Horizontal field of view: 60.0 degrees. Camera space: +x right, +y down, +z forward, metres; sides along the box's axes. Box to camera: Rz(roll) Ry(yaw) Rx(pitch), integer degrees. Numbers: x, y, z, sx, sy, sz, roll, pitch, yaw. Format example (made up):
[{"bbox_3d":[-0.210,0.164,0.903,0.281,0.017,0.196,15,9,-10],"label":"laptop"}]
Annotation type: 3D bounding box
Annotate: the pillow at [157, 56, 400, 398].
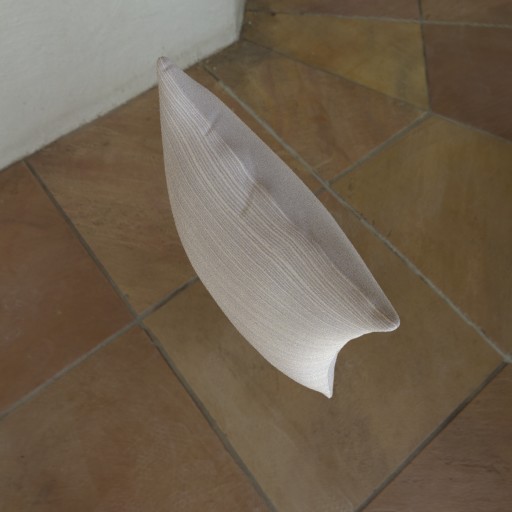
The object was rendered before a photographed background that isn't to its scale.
[{"bbox_3d":[0.000,0.000,0.785,0.204,0.497,0.512,-33,68,-15],"label":"pillow"}]
